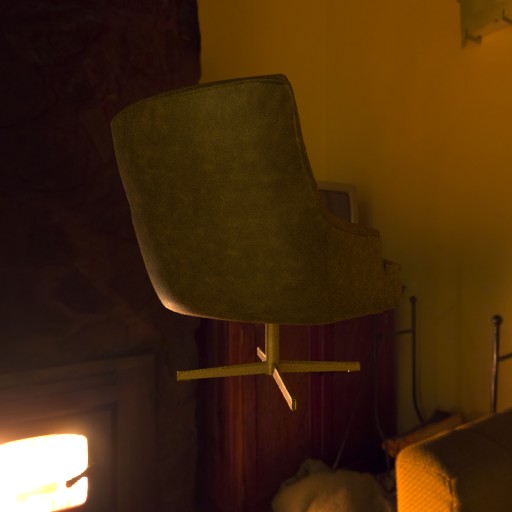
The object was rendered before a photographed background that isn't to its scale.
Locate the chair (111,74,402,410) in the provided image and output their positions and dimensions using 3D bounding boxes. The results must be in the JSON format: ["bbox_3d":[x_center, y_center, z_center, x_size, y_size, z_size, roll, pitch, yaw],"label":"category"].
[{"bbox_3d":[0.000,0.000,1.503,0.738,0.870,0.874,1,1,37],"label":"chair"}]
